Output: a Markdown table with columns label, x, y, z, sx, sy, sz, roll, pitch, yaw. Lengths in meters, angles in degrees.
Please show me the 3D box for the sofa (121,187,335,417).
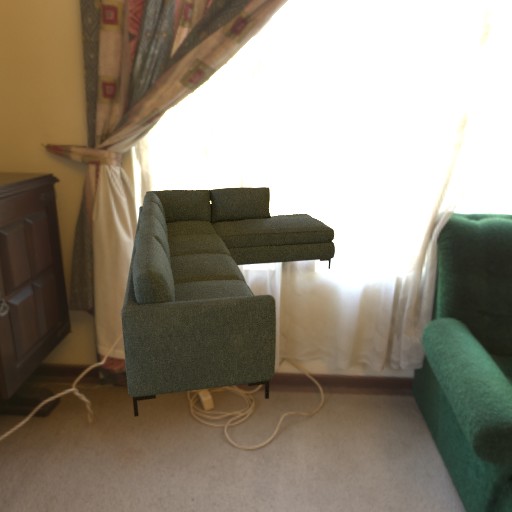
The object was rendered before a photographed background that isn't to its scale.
| label | x | y | z | sx | sy | sz | roll | pitch | yaw |
| --- | --- | --- | --- | --- | --- | --- | --- | --- | --- |
| sofa | 0.000 | 0.000 | 3.793 | 2.007 | 0.815 | 2.949 | -4 | 17 | -12 |
